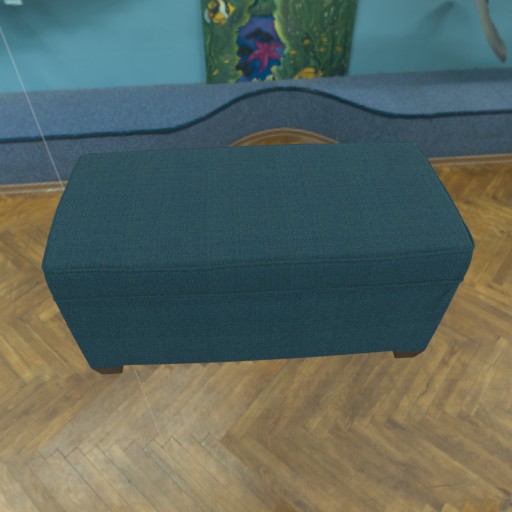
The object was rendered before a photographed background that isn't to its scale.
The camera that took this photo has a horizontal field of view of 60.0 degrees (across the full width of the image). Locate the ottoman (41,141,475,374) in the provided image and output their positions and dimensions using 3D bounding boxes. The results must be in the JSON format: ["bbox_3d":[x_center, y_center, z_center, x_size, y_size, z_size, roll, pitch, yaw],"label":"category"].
[{"bbox_3d":[0.000,0.000,1.230,0.943,0.474,0.474,-3,47,-2],"label":"ottoman"}]
